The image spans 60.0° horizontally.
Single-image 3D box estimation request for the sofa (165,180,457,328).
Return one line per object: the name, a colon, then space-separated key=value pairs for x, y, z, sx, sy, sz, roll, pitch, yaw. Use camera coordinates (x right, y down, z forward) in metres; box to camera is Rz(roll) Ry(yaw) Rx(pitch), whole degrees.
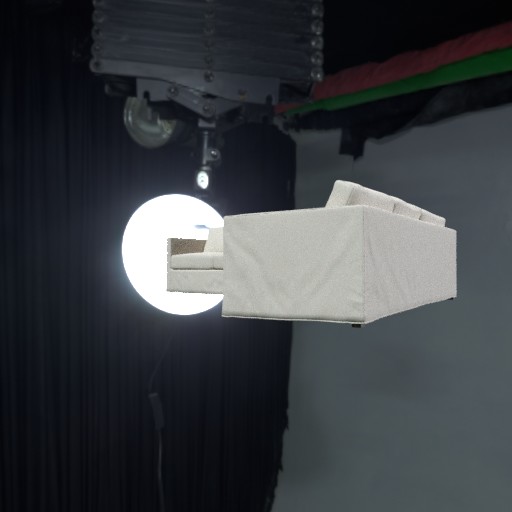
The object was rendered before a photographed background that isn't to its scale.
sofa: x=0.000 y=0.000 z=4.326 sx=3.182 sy=0.871 sz=2.432 roll=-1 pitch=-1 yaw=36
